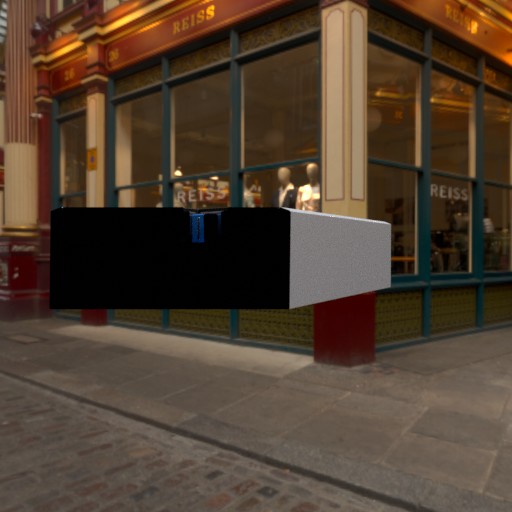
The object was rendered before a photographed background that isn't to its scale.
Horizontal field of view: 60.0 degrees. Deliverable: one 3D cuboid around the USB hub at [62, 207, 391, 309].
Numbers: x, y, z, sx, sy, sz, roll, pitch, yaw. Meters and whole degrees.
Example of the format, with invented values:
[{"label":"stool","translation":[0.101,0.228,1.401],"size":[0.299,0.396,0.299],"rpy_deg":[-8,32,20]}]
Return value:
[{"label":"USB hub","translation":[0.000,0.000,0.127],"size":[0.044,0.023,0.110],"rpy_deg":[1,1,35]}]
